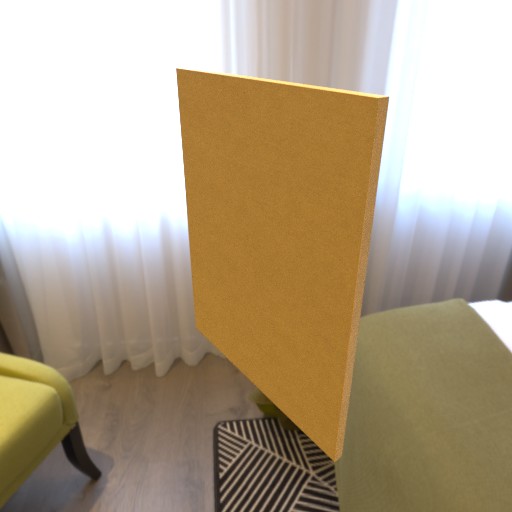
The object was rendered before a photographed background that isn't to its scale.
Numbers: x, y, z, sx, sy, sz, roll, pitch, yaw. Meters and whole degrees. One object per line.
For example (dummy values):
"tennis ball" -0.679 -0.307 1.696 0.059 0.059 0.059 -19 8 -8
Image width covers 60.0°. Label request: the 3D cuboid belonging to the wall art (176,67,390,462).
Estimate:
"wall art" 0.000 0.000 1.341 0.030 1.002 0.798 -19 33 -32
